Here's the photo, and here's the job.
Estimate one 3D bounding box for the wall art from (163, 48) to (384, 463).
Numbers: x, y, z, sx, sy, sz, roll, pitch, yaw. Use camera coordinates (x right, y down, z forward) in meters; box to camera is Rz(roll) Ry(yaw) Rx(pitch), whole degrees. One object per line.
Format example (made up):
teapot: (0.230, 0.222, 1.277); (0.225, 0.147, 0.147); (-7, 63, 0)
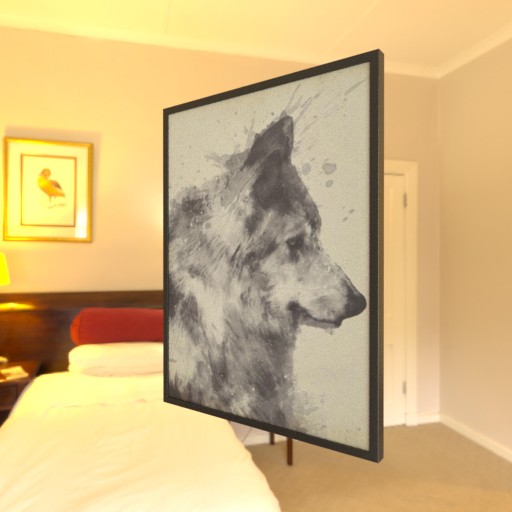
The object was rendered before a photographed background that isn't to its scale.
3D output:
wall art: (0.000, 0.000, 1.385); (0.804, 1.061, 0.039); (0, 0, 36)
